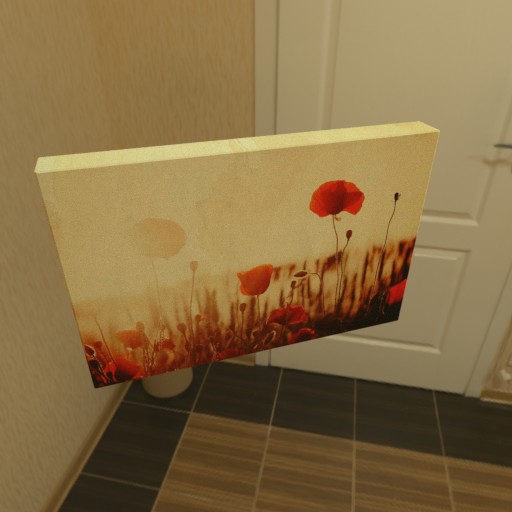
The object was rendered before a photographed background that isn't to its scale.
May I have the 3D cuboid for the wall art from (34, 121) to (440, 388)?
[{"bbox_3d":[0.000,0.000,0.483,0.383,0.251,0.037,-10,33,-15],"label":"wall art"}]
